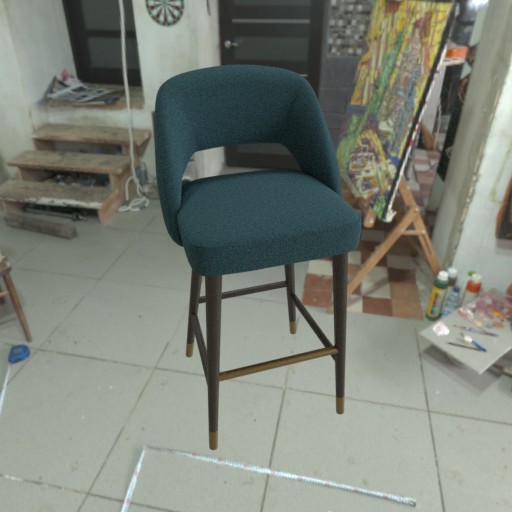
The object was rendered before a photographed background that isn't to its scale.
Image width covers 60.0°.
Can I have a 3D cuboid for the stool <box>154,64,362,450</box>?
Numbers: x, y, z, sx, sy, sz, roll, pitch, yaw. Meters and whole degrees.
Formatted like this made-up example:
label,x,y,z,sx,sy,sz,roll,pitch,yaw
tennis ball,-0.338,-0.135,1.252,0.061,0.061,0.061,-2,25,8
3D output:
label,x,y,z,sx,sy,sz,roll,pitch,yaw
stool,0.000,0.000,1.373,0.536,1.032,0.522,-10,33,-15
